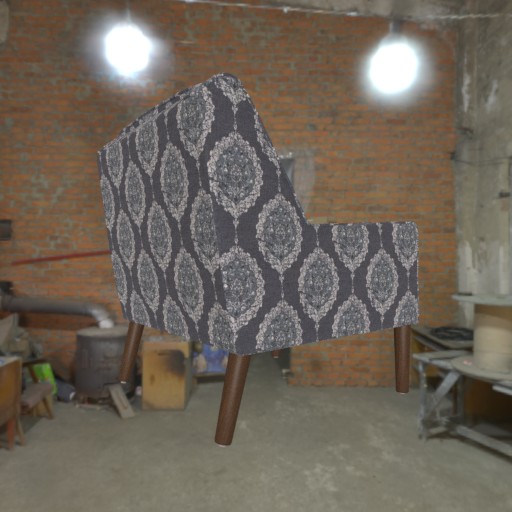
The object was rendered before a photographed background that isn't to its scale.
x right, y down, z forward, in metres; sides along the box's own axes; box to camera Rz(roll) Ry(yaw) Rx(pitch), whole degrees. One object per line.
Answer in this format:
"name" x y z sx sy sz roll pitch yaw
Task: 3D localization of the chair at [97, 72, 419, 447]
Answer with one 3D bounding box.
"chair" 0.000 0.000 1.323 0.743 0.792 0.663 0 0 -36
